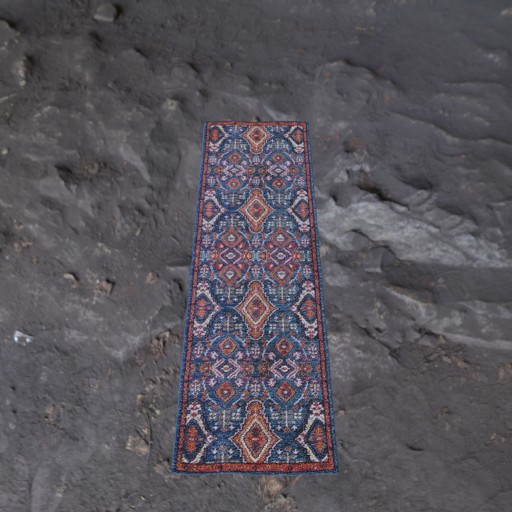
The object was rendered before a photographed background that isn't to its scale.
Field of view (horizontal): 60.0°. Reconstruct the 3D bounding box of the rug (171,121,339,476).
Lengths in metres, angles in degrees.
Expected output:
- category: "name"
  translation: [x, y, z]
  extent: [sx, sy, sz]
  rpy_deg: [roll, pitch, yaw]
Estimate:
- category: "rug"
  translation: [0.000, 0.000, 2.755]
  extent: [0.801, 0.010, 2.459]
  rpy_deg: [0, 58, 0]
